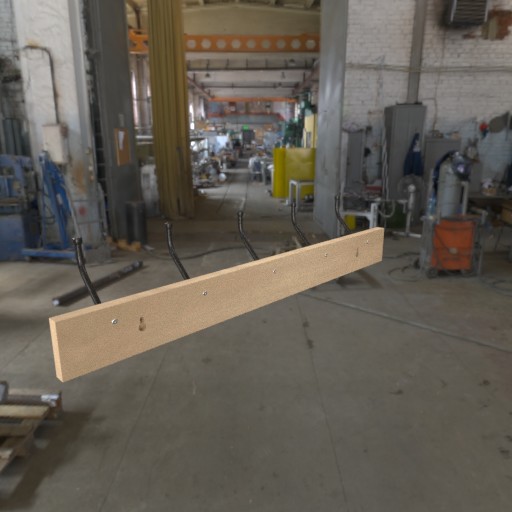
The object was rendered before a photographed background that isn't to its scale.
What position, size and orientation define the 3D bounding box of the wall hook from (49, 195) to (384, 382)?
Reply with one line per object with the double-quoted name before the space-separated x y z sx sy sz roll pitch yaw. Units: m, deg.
"wall hook" 0.000 0.000 0.609 0.071 0.117 0.571 15 21 43
